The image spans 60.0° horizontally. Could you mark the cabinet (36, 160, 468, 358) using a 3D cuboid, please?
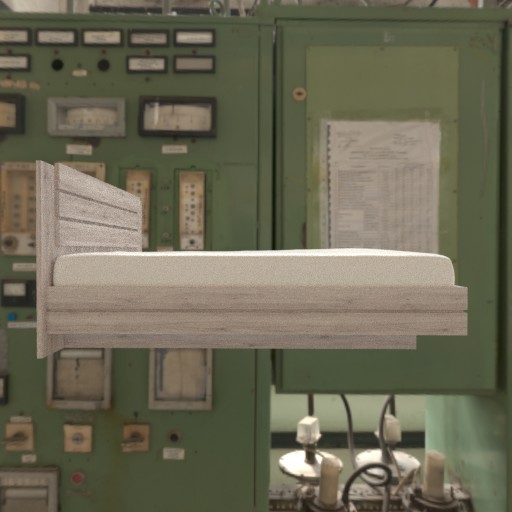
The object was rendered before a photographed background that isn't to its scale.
[{"bbox_3d":[0.000,0.000,2.988,2.080,0.970,1.750,0,1,1],"label":"cabinet"}]
